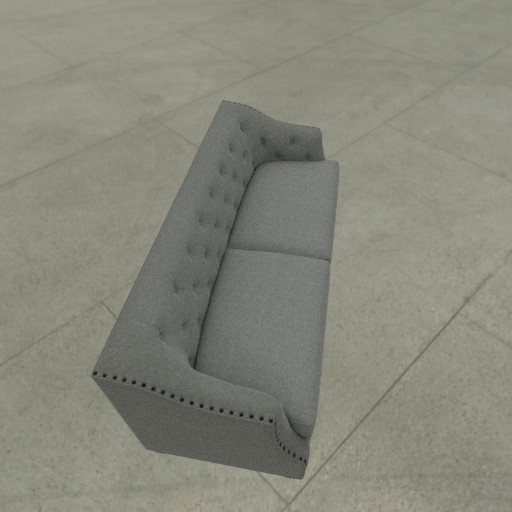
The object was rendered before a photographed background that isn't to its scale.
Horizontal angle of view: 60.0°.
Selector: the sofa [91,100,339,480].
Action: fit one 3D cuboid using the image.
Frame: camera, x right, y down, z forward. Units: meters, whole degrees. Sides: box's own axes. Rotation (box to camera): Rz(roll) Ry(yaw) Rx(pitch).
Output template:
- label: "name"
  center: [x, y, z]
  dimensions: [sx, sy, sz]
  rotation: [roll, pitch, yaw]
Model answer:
- label: "sofa"
  center: [0.000, 0.000, 2.704]
  dimensions: [0.914, 0.901, 2.235]
  rotation: [8, 47, 7]
